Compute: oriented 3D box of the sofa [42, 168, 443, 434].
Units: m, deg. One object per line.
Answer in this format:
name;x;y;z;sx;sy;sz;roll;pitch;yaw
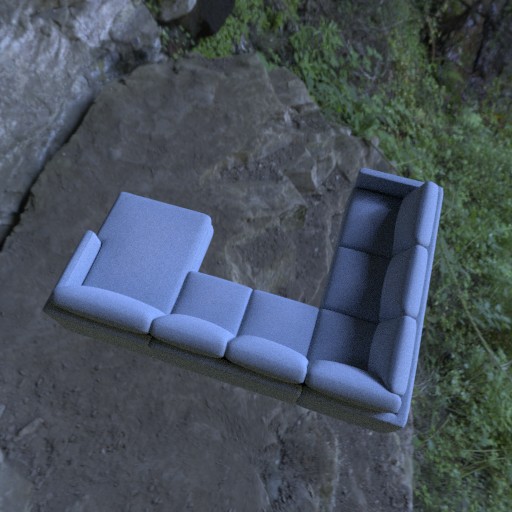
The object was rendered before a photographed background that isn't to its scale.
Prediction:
sofa;0.000;0.000;4.606;3.403;0.889;2.551;16;65;8
